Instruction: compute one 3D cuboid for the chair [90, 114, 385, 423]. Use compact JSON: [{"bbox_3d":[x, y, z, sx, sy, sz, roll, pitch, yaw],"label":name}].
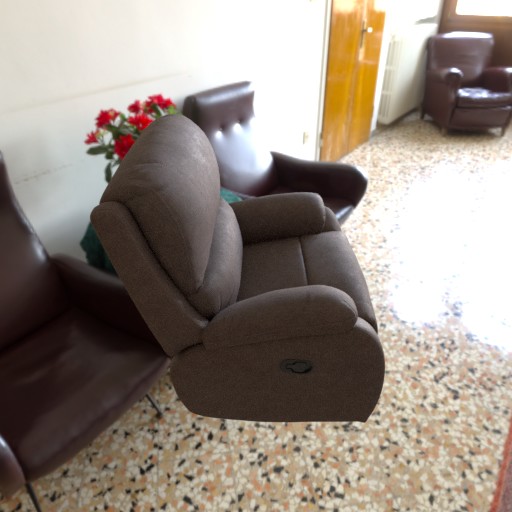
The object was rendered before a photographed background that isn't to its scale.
[{"bbox_3d":[0.000,0.000,1.749,0.899,1.011,0.930,0,32,0],"label":"chair"}]
